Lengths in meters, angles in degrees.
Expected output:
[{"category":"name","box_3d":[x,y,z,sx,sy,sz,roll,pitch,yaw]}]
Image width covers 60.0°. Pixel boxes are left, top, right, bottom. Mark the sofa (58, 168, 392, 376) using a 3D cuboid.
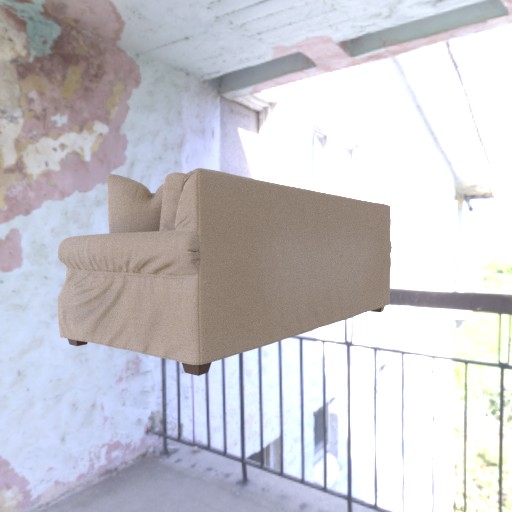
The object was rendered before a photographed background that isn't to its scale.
[{"category":"sofa","box_3d":[0.000,0.000,2.892,1.067,0.904,2.285,1,2,36]}]
